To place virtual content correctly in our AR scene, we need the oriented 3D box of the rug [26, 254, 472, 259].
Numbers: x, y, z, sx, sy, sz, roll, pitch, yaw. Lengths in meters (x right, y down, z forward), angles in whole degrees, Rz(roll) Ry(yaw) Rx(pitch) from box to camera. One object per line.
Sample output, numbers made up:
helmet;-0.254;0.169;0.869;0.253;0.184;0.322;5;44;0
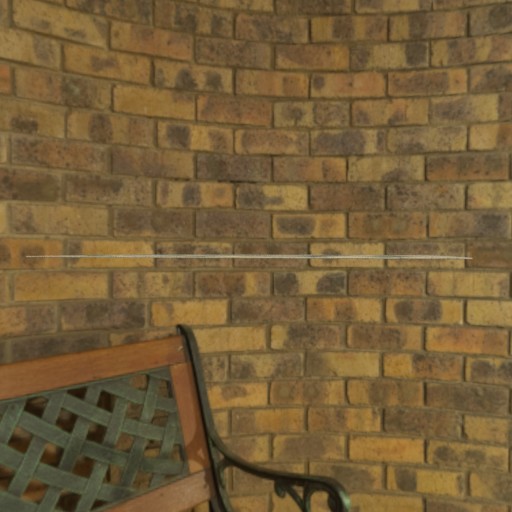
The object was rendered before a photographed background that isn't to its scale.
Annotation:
rug;0.000;0.000;2.988;2.433;0.007;1.507;0;1;18
